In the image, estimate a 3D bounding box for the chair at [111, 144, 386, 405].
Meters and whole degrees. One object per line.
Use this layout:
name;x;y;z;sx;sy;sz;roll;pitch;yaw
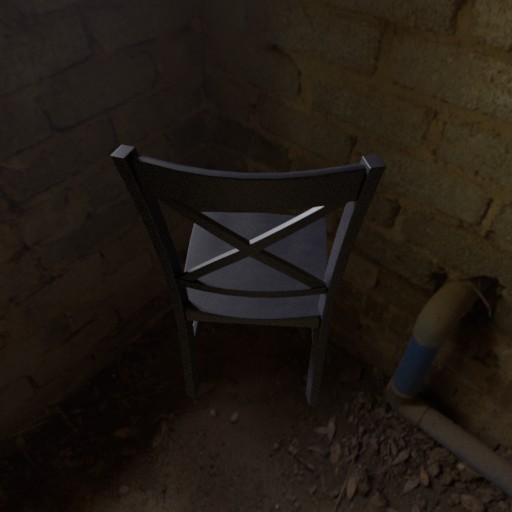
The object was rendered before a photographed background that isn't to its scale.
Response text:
chair;0.000;0.000;1.300;0.485;0.983;0.542;3;46;3
